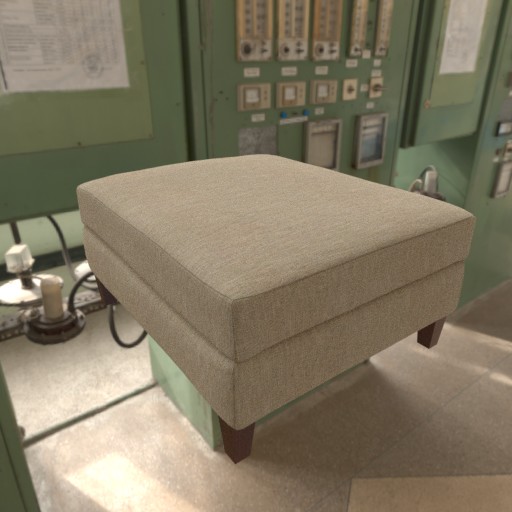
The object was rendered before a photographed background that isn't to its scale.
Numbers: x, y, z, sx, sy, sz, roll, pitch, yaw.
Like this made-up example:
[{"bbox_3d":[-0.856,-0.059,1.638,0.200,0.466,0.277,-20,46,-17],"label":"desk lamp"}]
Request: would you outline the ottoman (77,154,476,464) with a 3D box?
[{"bbox_3d":[0.000,0.000,1.423,0.836,0.492,0.976,-17,30,-32],"label":"ottoman"}]
